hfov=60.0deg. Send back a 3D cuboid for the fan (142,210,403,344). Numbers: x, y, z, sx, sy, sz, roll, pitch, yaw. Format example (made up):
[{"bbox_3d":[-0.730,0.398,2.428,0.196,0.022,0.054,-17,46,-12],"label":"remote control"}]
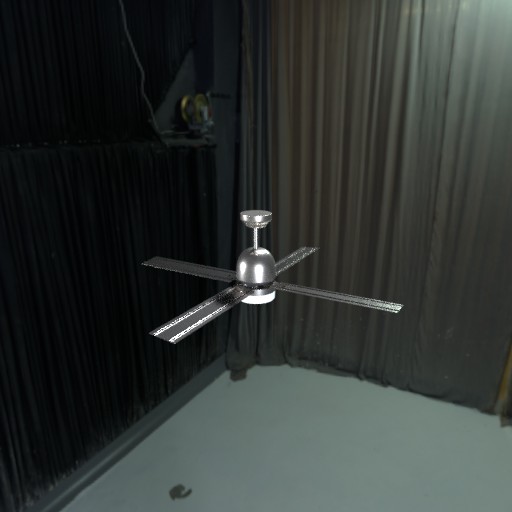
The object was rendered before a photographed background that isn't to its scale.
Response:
[{"bbox_3d":[0.000,0.000,2.074,1.346,0.406,1.346,9,19,27],"label":"fan"}]
